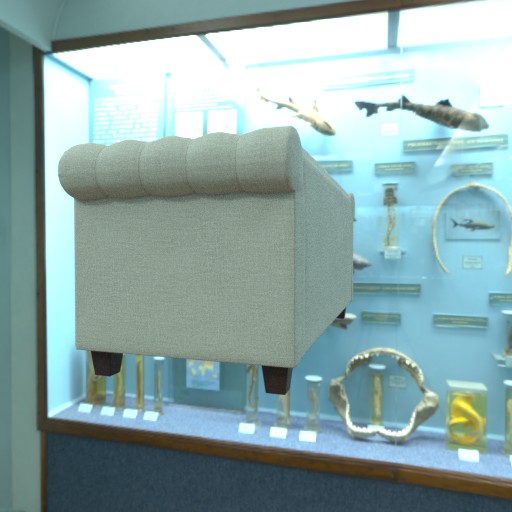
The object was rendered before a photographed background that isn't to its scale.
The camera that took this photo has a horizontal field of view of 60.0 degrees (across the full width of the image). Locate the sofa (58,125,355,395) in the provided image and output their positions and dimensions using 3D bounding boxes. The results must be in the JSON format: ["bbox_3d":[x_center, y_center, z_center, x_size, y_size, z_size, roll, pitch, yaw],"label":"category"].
[{"bbox_3d":[0.000,0.000,2.145,0.783,0.797,1.798,0,1,18],"label":"sofa"}]
